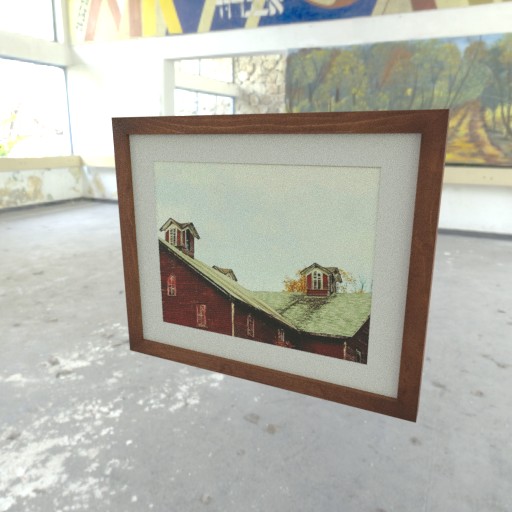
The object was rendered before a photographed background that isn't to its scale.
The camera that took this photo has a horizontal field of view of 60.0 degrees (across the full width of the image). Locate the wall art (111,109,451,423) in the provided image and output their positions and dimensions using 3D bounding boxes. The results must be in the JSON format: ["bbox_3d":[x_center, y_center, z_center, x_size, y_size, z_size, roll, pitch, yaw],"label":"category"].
[{"bbox_3d":[0.000,0.000,0.750,0.558,0.457,0.033,7,16,25],"label":"wall art"}]
